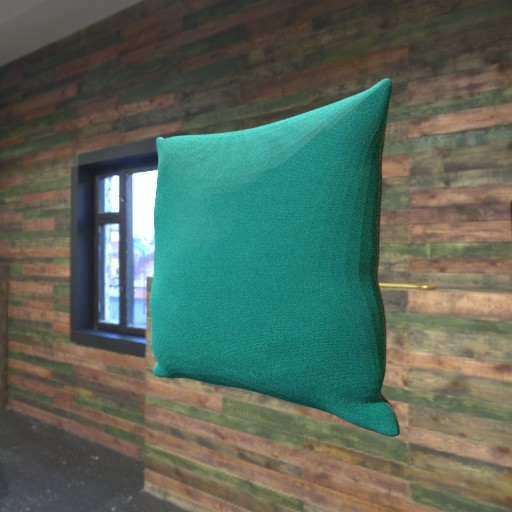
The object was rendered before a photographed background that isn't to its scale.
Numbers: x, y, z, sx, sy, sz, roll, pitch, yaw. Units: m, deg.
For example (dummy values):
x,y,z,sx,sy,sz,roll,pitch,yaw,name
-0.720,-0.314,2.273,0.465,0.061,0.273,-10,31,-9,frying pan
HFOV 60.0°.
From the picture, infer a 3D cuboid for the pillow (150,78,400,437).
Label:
x,y,z,sx,sy,sz,roll,pitch,yaw,name
0.000,0.000,0.671,0.440,0.441,0.182,0,0,36,pillow
